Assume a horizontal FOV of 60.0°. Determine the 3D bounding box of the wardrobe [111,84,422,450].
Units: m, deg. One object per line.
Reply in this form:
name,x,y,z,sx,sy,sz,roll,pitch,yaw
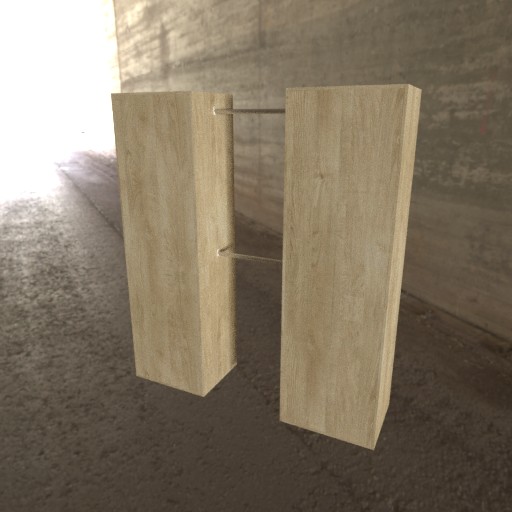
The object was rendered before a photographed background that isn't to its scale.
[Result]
wardrobe,0.000,0.000,2.873,1.770,2.000,0.480,8,19,25
